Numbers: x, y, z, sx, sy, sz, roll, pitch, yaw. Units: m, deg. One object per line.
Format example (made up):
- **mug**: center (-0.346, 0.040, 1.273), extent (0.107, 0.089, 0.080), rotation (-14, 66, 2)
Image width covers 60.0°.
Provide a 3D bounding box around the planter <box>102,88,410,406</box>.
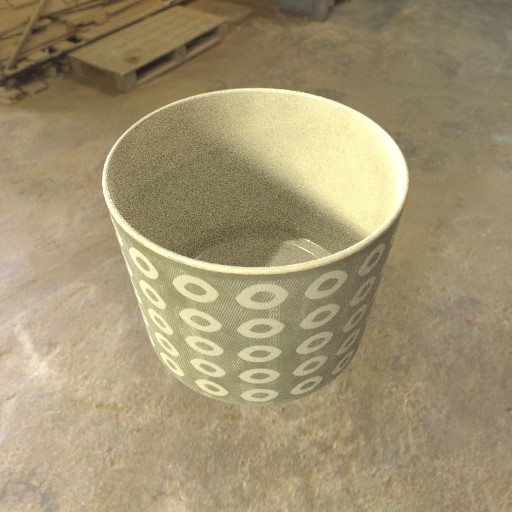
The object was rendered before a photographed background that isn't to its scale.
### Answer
- **planter**: center (0.000, 0.000, 0.456), extent (0.250, 0.239, 0.250), rotation (0, 47, 0)
